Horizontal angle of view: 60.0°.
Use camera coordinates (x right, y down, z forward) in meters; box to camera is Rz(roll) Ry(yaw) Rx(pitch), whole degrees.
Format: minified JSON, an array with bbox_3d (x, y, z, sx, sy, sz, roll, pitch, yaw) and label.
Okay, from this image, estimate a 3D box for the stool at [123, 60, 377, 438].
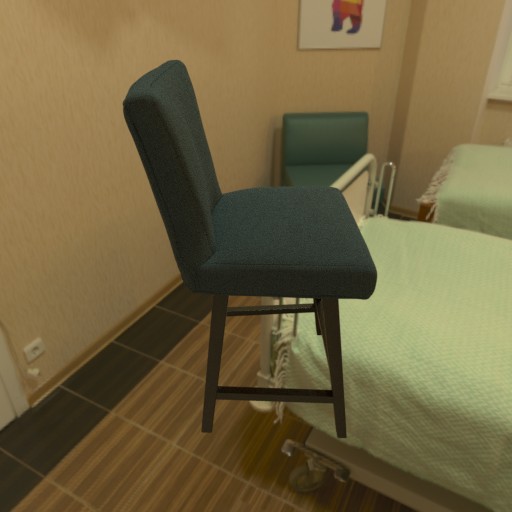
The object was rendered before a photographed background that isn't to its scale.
[{"bbox_3d":[0.000,0.000,1.293,0.574,1.000,0.514,0,31,-1],"label":"stool"}]
